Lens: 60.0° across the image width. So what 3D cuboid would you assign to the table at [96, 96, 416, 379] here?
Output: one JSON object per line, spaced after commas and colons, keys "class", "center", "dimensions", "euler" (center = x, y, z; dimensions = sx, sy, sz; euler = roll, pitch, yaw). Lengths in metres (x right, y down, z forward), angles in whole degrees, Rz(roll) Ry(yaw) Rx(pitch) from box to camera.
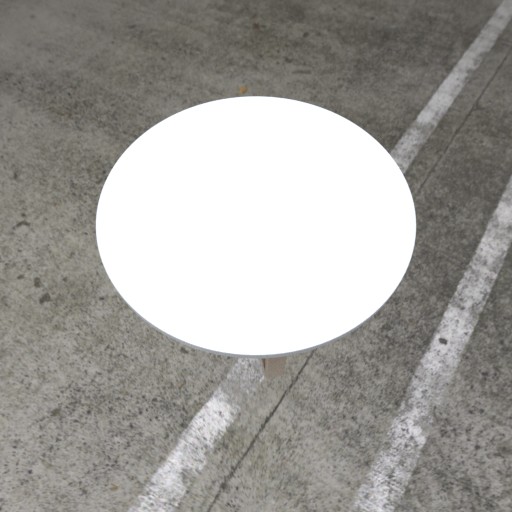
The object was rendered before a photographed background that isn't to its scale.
{"class": "table", "center": [0.000, 0.000, 1.014], "dimensions": [0.600, 0.400, 0.600], "euler": [0, 59, 0]}
